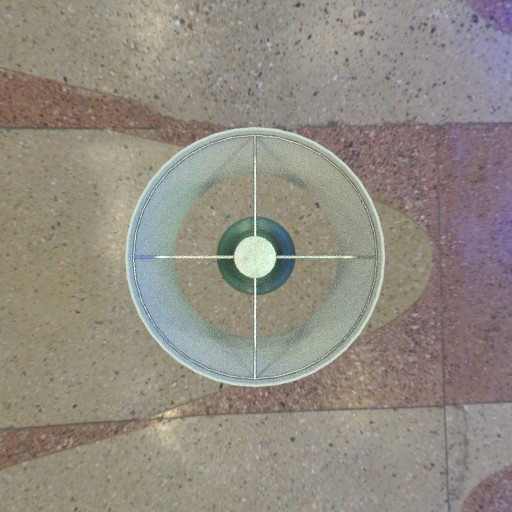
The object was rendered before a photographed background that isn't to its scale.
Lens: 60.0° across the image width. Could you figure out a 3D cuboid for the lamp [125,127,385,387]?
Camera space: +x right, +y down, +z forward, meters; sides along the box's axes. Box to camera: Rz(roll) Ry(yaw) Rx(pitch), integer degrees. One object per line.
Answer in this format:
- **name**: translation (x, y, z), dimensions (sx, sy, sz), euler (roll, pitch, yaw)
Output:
- **lamp**: translation (0.000, 0.000, 0.607), dimensions (0.212, 0.493, 0.212), euler (0, 90, 0)
